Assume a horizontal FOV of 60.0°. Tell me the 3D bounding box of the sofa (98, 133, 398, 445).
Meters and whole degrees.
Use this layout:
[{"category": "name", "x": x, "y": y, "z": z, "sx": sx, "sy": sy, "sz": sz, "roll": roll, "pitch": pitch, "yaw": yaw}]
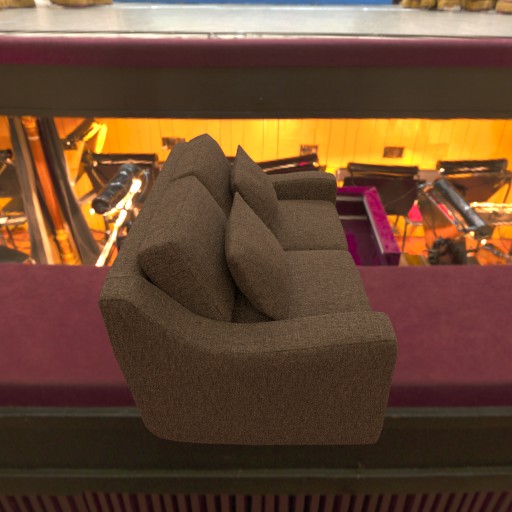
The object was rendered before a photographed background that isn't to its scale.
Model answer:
[{"category": "sofa", "x": 0.000, "y": 0.000, "z": 2.449, "sx": 1.120, "sy": 0.991, "sz": 1.778, "roll": 0, "pitch": 32, "yaw": 0}]
